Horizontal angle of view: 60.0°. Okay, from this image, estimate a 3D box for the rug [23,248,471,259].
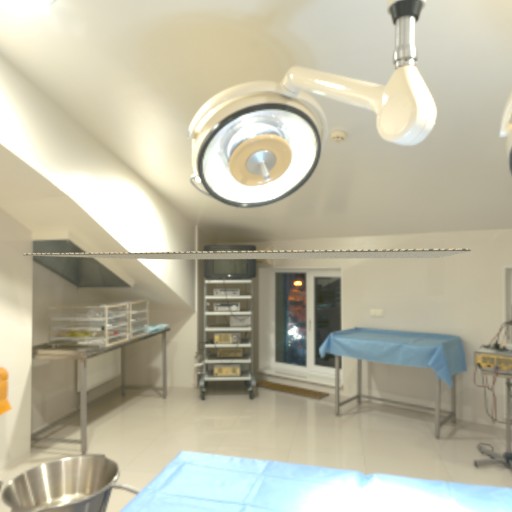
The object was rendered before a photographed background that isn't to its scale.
[{"bbox_3d":[0.000,0.000,2.163,1.752,0.008,1.144,0,-1,18],"label":"rug"}]
